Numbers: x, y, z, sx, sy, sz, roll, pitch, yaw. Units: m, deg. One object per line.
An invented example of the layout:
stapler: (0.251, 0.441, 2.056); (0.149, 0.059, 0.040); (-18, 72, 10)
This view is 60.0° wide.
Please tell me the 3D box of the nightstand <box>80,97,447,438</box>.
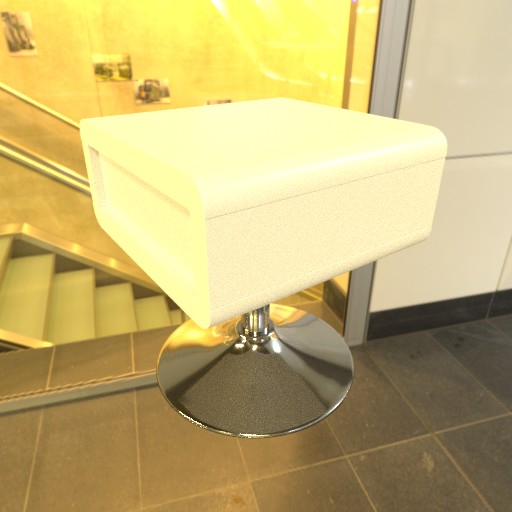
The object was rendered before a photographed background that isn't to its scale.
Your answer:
nightstand: (0.000, 0.000, 0.757); (0.404, 0.447, 0.399); (-18, 33, -31)
